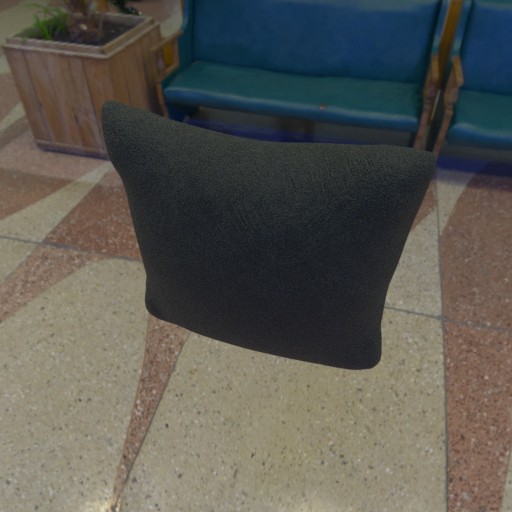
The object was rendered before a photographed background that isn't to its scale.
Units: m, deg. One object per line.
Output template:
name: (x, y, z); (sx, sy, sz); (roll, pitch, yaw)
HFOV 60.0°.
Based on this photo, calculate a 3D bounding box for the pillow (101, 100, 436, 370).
pillow: (0.000, 0.000, 0.818); (0.533, 0.523, 0.210); (12, 44, 12)
